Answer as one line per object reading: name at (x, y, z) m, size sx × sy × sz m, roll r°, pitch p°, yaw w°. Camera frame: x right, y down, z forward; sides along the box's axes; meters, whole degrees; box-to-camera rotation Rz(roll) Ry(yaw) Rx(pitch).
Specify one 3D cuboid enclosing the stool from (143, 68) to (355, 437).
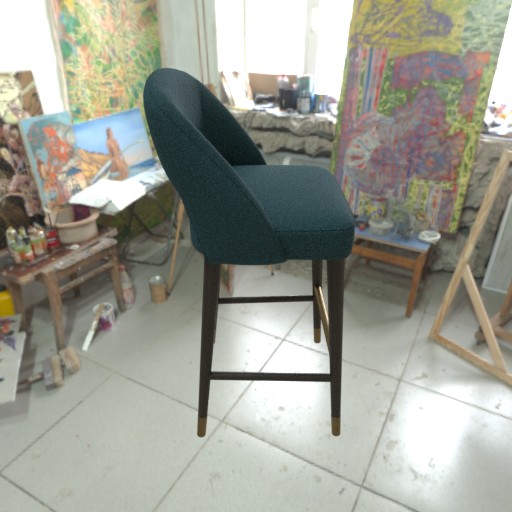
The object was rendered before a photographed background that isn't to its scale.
stool at (0.000, 0.000, 1.324) m, size 0.522 × 1.032 × 0.536 m, roll 0°, pitch 29°, yaw -1°
